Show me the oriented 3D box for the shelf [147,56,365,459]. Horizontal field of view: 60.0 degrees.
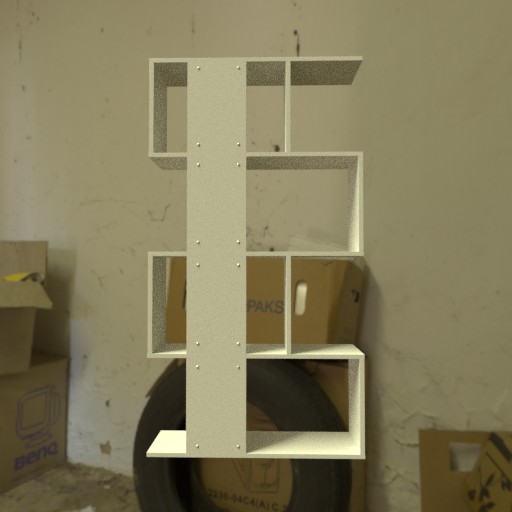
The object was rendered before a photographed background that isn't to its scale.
[{"bbox_3d":[0.000,0.000,1.948,0.890,1.650,0.250,0,-2,1],"label":"shelf"}]
